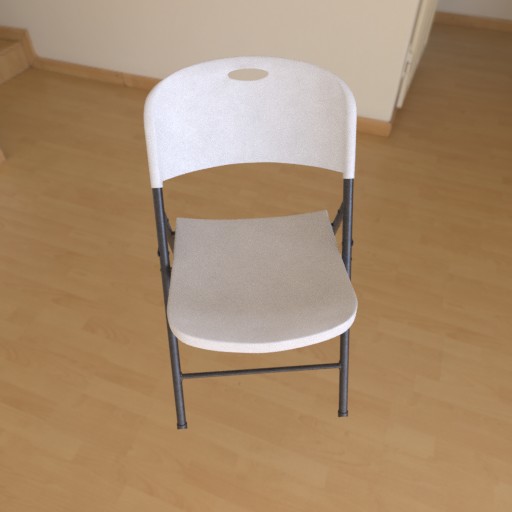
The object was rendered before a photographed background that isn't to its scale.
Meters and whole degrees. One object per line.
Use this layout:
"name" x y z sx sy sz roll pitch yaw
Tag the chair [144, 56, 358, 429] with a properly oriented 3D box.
"chair" 0.000 0.000 1.160 0.494 0.810 0.566 -3 47 -3
